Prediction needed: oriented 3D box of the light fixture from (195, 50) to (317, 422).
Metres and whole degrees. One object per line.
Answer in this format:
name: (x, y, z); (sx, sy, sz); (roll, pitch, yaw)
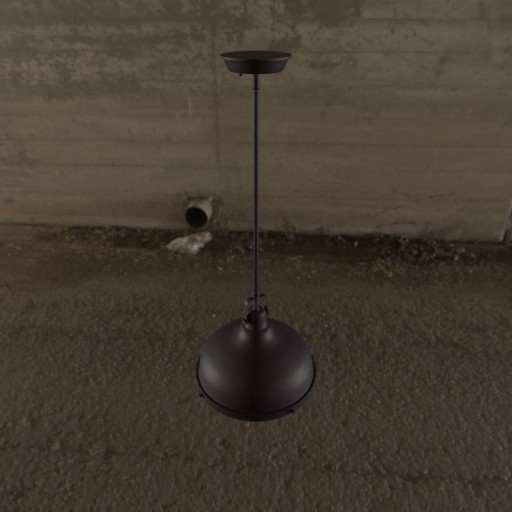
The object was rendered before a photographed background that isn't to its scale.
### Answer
light fixture: (0.000, 0.000, 1.020); (0.341, 0.849, 0.341); (-18, 35, -28)
